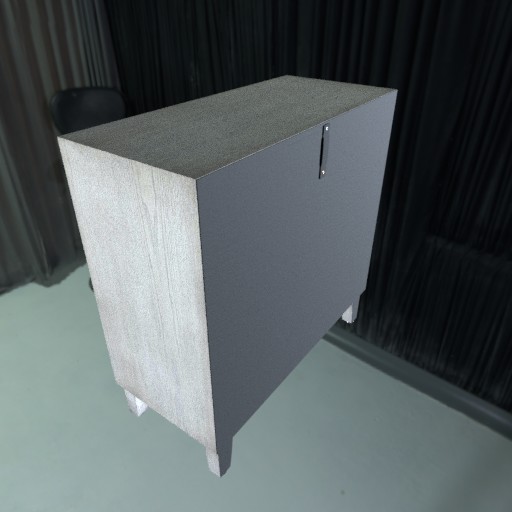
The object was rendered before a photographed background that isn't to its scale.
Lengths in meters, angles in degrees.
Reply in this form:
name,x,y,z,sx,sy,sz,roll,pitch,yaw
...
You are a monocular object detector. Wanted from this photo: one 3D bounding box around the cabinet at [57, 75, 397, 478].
name,x,y,z,sx,sy,sz,roll,pitch,yaw
cabinet,0.000,0.000,1.214,0.370,0.787,0.781,21,38,30
